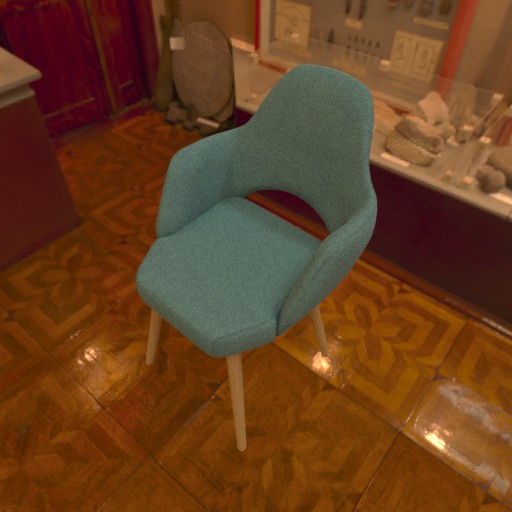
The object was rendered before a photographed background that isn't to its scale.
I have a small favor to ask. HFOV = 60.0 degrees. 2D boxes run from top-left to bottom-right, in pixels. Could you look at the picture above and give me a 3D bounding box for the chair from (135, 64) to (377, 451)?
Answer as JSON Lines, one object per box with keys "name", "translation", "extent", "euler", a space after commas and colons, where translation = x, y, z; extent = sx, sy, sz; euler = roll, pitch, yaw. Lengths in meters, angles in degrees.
{"name": "chair", "translation": [0.000, 0.000, 1.324], "extent": [0.589, 0.920, 0.666], "euler": [33, 54, 28]}
